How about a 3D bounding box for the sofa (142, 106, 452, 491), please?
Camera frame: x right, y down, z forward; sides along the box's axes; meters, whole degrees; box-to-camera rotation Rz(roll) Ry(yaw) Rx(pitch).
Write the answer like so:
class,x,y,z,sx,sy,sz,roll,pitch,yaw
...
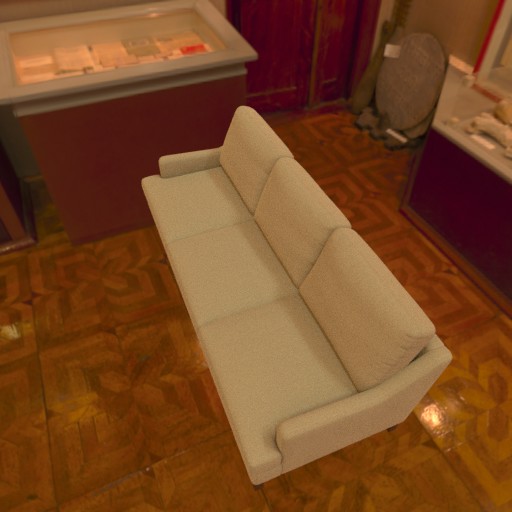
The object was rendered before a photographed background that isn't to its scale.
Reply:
class,x,y,z,sx,sy,sz,roll,pitch,yaw
sofa,0.000,0.000,2.775,1.000,0.913,2.321,-16,48,-15
